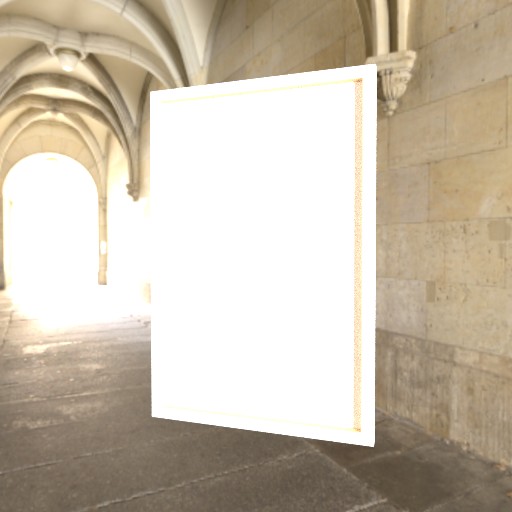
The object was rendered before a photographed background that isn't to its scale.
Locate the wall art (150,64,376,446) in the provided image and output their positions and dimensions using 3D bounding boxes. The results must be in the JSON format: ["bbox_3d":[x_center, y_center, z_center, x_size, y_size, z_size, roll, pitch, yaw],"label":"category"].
[{"bbox_3d":[0.000,0.000,1.170,0.607,0.912,0.038,0,1,18],"label":"wall art"}]
